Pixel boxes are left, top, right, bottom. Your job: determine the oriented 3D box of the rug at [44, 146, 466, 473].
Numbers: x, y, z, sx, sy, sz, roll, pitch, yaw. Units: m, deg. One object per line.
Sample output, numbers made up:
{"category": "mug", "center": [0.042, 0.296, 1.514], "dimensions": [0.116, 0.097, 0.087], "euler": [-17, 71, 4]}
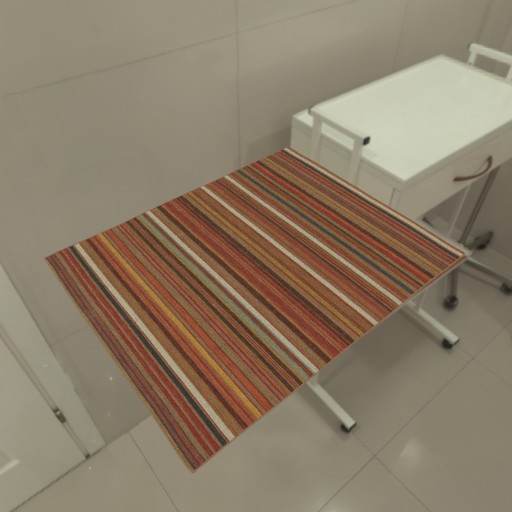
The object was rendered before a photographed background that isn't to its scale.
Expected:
{"category": "rug", "center": [0.000, 0.000, 4.133], "dimensions": [3.092, 0.023, 2.479], "euler": [-30, 52, -27]}
